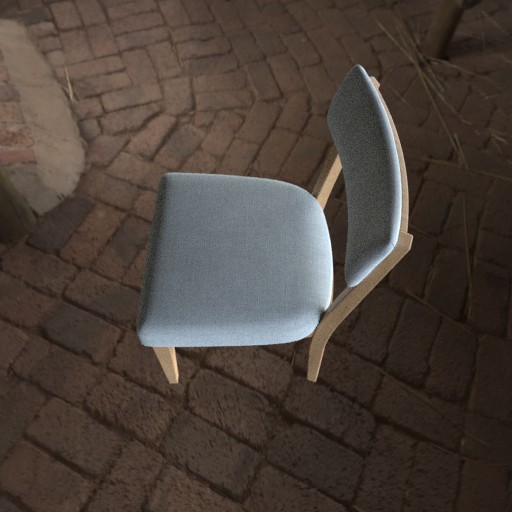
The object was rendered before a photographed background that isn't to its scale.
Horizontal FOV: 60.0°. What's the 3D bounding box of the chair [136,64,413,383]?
[{"bbox_3d":[0.000,0.000,1.192,0.572,0.832,0.508,0,58,0],"label":"chair"}]
